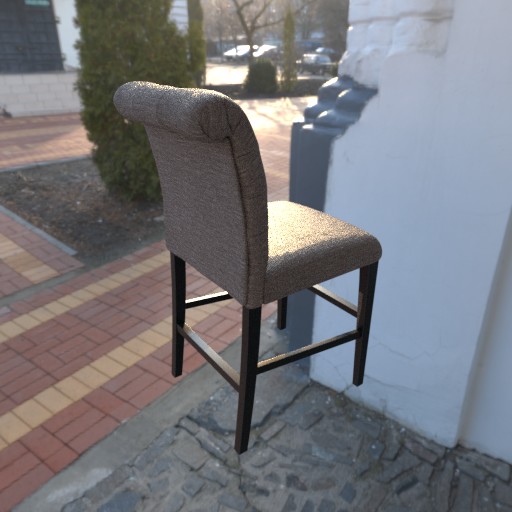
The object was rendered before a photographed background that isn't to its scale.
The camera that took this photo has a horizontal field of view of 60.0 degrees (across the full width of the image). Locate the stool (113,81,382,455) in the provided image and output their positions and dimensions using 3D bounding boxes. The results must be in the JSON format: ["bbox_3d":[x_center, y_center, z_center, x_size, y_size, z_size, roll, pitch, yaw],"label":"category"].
[{"bbox_3d":[0.000,0.000,1.320,0.611,0.970,0.457,-17,30,-32],"label":"stool"}]
